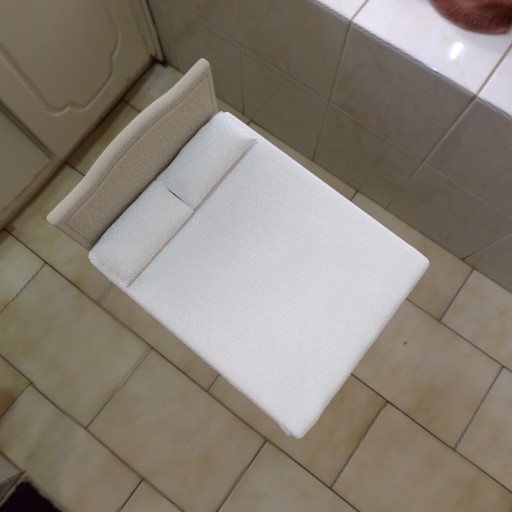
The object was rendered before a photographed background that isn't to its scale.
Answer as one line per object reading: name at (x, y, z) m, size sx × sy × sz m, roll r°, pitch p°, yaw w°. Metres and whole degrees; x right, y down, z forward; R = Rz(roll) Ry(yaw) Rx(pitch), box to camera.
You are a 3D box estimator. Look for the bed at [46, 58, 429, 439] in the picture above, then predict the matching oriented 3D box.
bed at (0.000, 0.000, 3.708) m, size 2.477 × 1.437 × 1.977 m, roll 38°, pitch 79°, yaw 9°
